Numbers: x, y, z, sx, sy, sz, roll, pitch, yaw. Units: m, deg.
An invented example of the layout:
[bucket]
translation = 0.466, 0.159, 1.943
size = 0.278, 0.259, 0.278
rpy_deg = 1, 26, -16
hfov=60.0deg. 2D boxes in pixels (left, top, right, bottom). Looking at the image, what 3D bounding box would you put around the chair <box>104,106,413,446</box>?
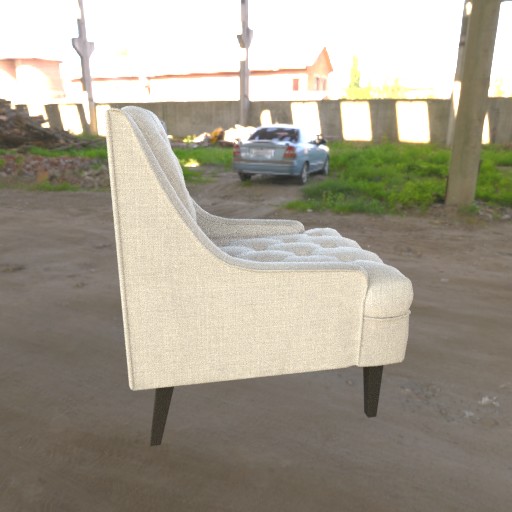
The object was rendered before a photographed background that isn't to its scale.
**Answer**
[chair]
translation = 0.000, 0.000, 1.411
size = 0.772, 0.891, 0.658
rpy_deg = -3, 17, -11
